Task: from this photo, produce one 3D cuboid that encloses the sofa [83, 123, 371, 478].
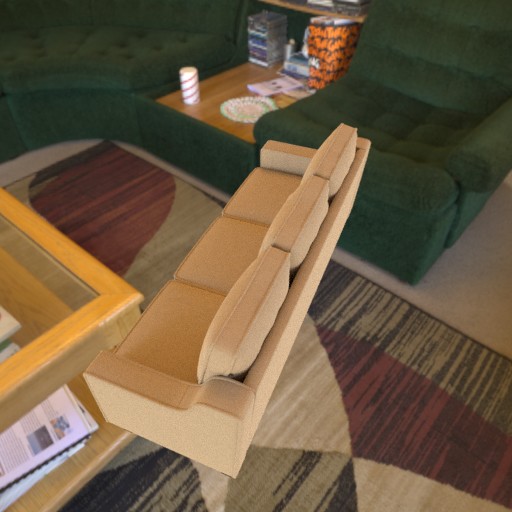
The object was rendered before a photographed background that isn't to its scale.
[{"bbox_3d":[0.000,0.000,2.568,0.791,0.902,2.131,16,46,16],"label":"sofa"}]
